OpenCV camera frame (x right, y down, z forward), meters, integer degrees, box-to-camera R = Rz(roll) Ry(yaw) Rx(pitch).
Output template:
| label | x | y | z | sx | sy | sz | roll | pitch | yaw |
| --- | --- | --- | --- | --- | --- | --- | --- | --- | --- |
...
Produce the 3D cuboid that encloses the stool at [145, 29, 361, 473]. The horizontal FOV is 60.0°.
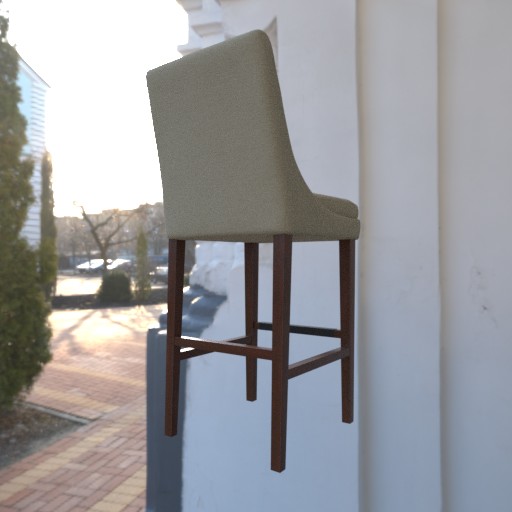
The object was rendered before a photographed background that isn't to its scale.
| label | x | y | z | sx | sy | sz | roll | pitch | yaw |
| --- | --- | --- | --- | --- | --- | --- | --- | --- | --- |
| stool | 0.000 | 0.000 | 1.369 | 0.470 | 1.078 | 0.577 | -1 | -1 | 36 |
